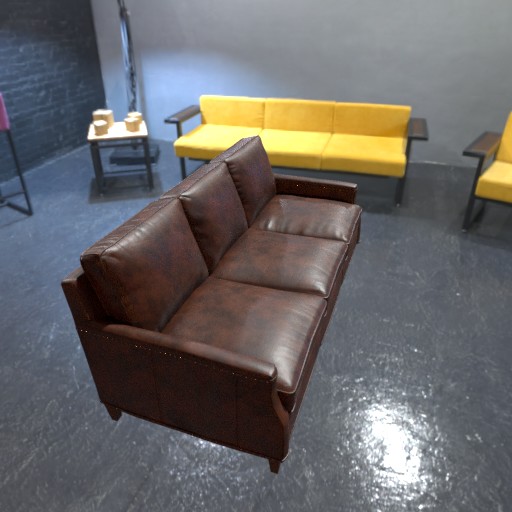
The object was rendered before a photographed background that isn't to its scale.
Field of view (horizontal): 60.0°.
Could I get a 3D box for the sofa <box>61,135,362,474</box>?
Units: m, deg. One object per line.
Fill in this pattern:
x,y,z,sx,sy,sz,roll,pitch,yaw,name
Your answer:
0.000,0.000,2.841,1.084,1.003,2.240,10,32,17,sofa
